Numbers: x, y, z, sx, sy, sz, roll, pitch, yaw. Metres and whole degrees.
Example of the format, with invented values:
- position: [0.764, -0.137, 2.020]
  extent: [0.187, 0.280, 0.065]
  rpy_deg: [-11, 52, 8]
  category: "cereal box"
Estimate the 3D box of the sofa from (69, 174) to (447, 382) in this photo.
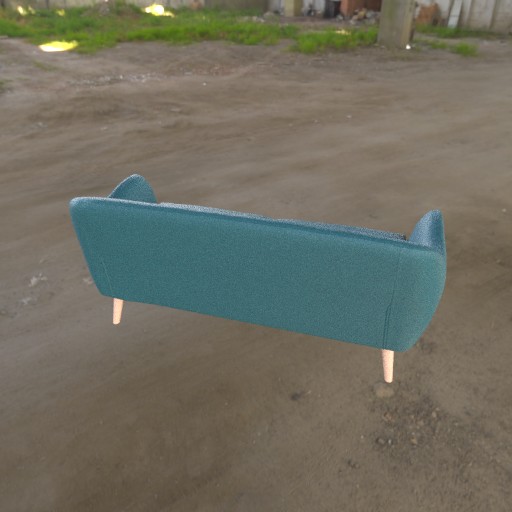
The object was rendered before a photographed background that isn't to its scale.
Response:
- position: [0.000, 0.000, 2.338]
  extent: [1.840, 0.836, 0.820]
  rpy_deg: [9, 33, 14]
  category: "sofa"
